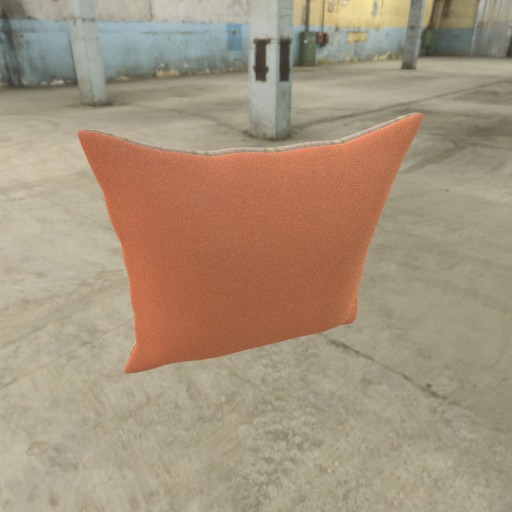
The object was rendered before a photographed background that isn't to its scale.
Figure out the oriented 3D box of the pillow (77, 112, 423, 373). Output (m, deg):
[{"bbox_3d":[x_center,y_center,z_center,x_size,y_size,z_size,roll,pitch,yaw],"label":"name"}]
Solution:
[{"bbox_3d":[0.000,0.000,0.693,0.453,0.430,0.200,-8,27,-17],"label":"pillow"}]
